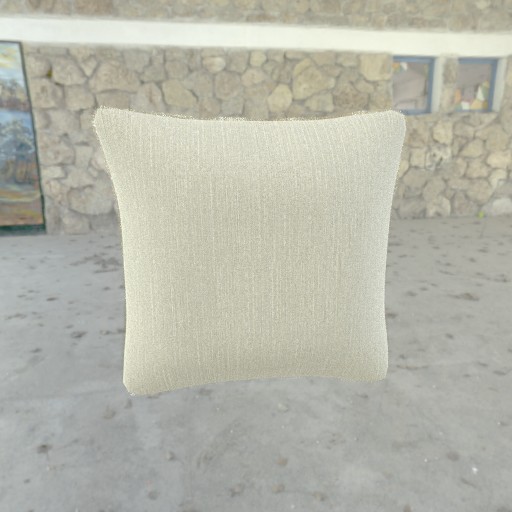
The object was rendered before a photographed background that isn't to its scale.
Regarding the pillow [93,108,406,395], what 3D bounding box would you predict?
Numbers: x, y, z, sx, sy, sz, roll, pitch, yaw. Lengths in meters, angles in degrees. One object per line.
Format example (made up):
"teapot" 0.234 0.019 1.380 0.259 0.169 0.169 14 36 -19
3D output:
"pillow" 0.000 0.000 0.823 0.538 0.525 0.216 -2 14 -8
